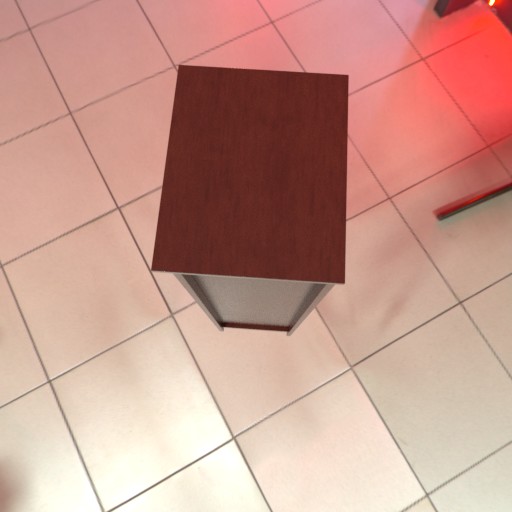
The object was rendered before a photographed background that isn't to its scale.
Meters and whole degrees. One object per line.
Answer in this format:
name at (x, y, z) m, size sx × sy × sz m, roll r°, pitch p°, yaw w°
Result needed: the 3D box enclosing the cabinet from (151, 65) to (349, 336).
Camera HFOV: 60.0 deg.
cabinet at (0.000, 0.000, 1.709) m, size 0.401 × 1.518 × 0.500 m, roll 4°, pitch 75°, yaw 1°
